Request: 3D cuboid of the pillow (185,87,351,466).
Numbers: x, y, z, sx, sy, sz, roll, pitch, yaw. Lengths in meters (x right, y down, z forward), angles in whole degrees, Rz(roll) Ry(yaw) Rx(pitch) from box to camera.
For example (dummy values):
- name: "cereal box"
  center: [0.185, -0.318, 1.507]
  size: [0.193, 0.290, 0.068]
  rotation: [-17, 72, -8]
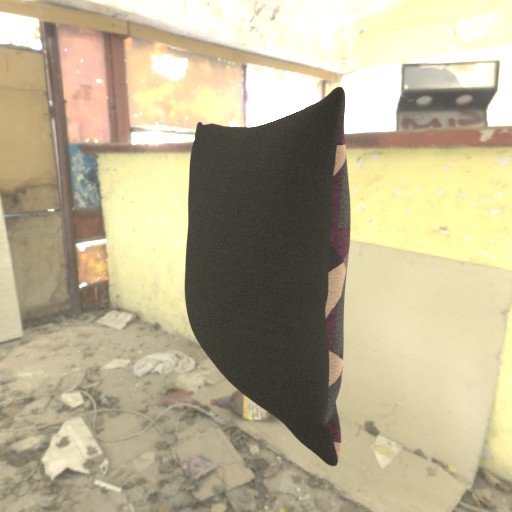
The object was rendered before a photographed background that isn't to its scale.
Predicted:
- name: "pillow"
  center: [0.000, 0.000, 0.773]
  size: [0.208, 0.496, 0.503]
  rotation: [-6, 14, -26]
